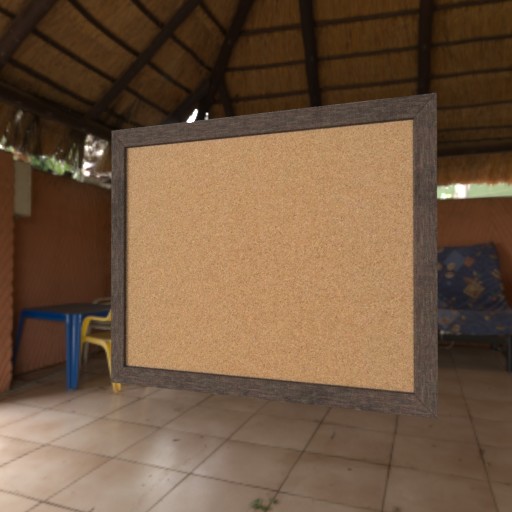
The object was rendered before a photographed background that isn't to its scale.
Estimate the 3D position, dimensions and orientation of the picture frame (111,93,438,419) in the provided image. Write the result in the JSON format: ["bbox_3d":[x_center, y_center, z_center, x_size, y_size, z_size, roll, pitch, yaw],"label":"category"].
[{"bbox_3d":[0.000,0.000,0.722,0.546,0.455,0.026,0,-1,20],"label":"picture frame"}]
